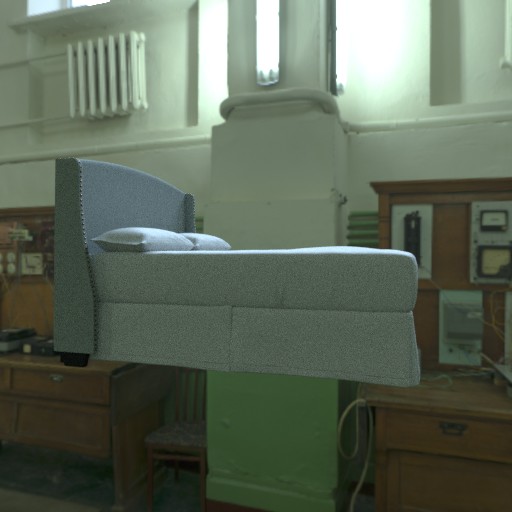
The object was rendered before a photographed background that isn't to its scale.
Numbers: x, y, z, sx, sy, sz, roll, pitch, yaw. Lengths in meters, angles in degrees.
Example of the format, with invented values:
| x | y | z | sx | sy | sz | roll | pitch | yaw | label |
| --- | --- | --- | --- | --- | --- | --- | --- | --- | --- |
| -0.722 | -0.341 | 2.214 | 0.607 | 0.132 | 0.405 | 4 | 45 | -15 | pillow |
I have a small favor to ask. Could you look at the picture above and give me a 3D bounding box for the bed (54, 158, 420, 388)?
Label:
| x | y | z | sx | sy | sz | roll | pitch | yaw | label |
| --- | --- | --- | --- | --- | --- | --- | --- | --- | --- |
| 0.000 | 0.000 | 3.331 | 2.237 | 1.407 | 1.710 | 0 | 0 | 17 | bed |
